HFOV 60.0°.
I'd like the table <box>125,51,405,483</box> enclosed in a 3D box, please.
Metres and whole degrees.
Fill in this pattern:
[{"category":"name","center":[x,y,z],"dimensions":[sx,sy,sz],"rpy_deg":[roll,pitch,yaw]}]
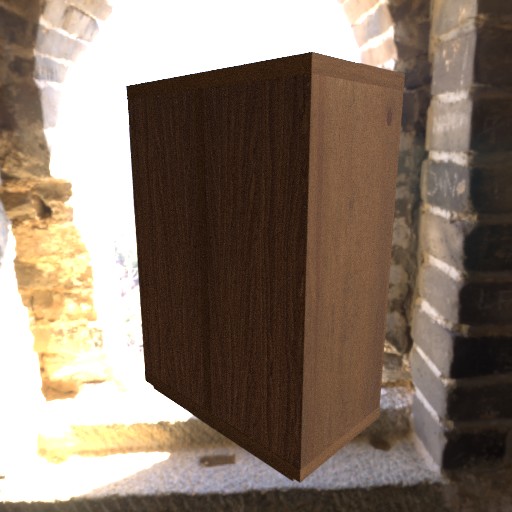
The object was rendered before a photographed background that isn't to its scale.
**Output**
[{"category":"table","center":[0.000,0.000,1.742],"dimensions":[0.901,1.294,0.524],"rpy_deg":[13,19,43]}]
